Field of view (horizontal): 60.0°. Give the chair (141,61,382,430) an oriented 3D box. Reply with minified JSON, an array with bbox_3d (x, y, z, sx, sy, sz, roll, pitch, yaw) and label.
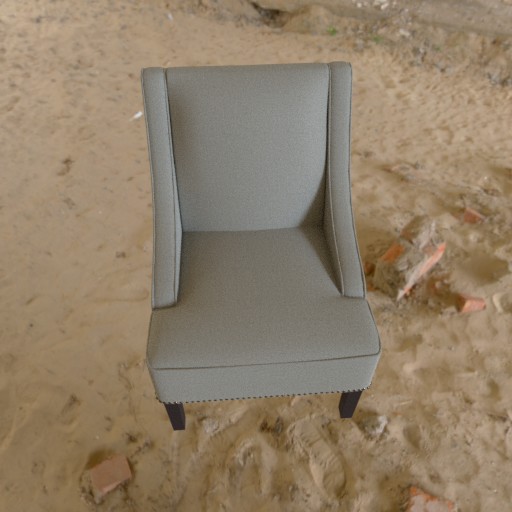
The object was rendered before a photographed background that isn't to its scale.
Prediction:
[{"bbox_3d":[0.000,0.000,1.336,0.610,0.864,0.737,-3,46,-3],"label":"chair"}]
